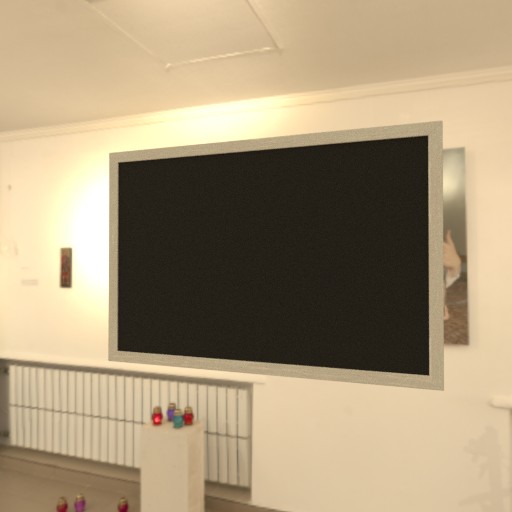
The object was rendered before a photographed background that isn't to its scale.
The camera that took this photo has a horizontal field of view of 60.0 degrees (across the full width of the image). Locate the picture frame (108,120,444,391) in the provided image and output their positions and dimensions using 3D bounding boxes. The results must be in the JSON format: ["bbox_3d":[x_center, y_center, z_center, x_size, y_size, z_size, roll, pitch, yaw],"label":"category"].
[{"bbox_3d":[0.000,0.000,1.221,0.950,0.640,0.029,0,-1,19],"label":"picture frame"}]
